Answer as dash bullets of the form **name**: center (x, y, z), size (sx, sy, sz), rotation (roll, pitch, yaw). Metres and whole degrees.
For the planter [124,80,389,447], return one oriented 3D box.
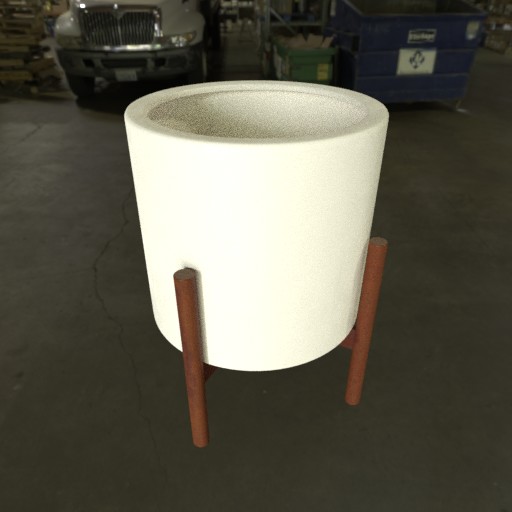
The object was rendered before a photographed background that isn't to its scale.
- **planter**: center (0.000, 0.000, 0.875), size (0.421, 0.581, 0.420), rotation (-8, 33, -12)
